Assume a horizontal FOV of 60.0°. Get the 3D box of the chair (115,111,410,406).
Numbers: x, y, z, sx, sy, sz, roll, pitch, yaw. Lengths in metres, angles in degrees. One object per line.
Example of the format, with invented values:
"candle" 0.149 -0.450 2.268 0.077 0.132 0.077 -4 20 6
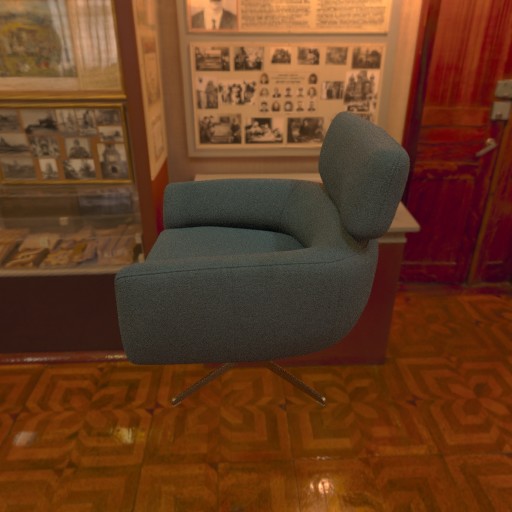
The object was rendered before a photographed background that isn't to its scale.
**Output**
"chair" 0.000 0.000 1.419 0.761 0.813 0.738 0 26 0
